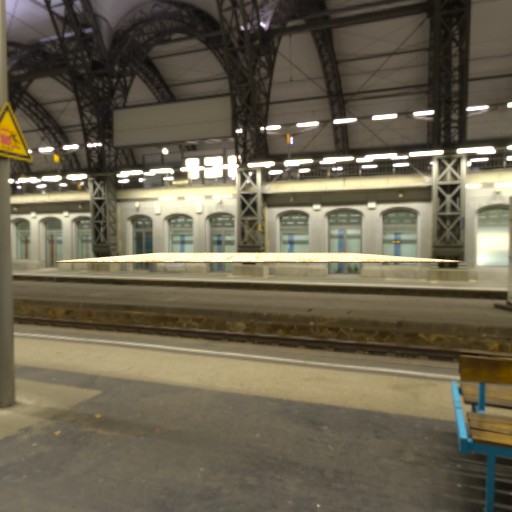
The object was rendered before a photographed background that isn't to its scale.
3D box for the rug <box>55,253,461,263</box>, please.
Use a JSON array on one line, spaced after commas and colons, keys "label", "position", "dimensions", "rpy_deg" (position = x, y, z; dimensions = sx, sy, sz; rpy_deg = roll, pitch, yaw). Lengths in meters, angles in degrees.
[{"label": "rug", "position": [0.000, 0.000, 4.172], "dimensions": [2.441, 0.011, 3.050], "rpy_deg": [0, 1, -1]}]
